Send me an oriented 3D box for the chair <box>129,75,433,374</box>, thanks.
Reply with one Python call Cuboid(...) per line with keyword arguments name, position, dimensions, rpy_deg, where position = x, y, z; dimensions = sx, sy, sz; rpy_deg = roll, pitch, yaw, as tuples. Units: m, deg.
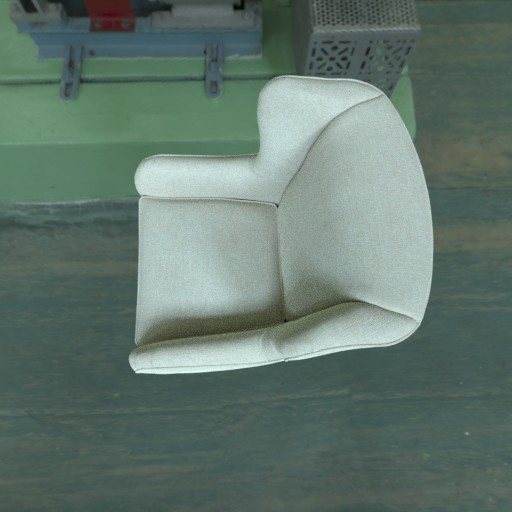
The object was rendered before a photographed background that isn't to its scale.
Cuboid(name="chair", position=(0.000, 0.000, 1.695), dimensions=(0.966, 1.040, 0.838), rpy_deg=(-3, 73, -1))
